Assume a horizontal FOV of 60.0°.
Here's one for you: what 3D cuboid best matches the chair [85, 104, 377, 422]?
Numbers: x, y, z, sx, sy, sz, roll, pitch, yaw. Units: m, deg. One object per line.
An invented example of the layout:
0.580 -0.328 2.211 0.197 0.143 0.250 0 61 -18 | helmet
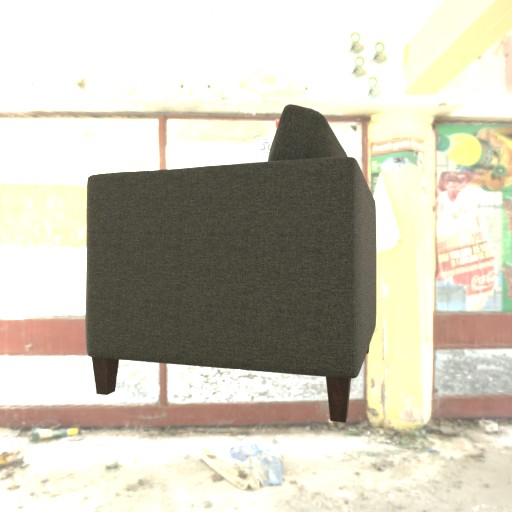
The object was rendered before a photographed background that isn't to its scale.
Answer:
0.000 0.000 1.895 0.959 0.963 1.107 0 0 18 | chair
